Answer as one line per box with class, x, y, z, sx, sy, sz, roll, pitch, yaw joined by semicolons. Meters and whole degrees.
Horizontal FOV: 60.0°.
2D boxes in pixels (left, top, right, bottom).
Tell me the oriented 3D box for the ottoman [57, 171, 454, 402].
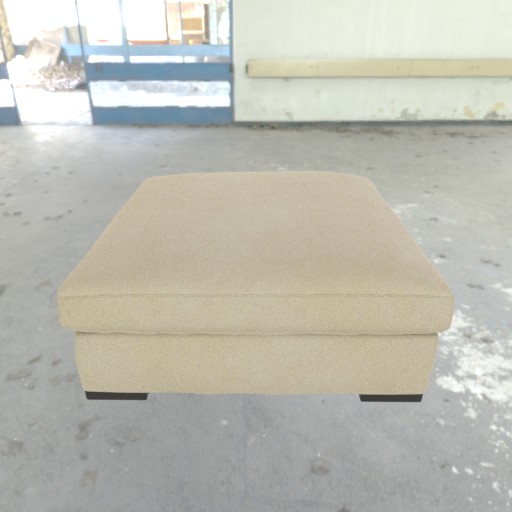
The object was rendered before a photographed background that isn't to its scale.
ottoman;0.000;0.000;1.874;1.190;0.522;1.205;0;26;1
